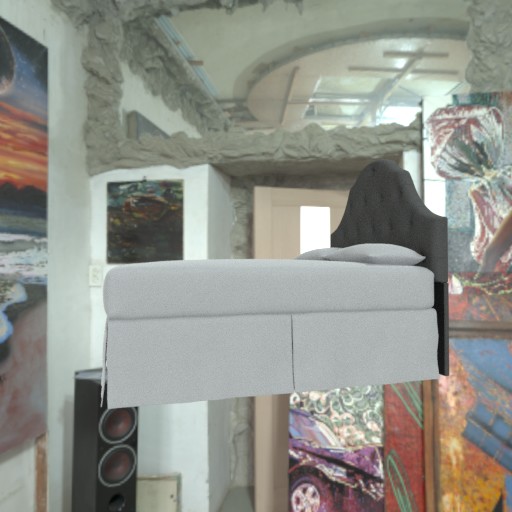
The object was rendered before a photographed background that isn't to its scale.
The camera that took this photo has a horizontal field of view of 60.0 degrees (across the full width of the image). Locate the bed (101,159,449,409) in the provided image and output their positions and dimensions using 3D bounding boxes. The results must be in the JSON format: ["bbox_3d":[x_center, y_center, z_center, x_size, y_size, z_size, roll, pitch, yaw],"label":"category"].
[{"bbox_3d":[0.000,0.000,3.296,2.155,1.575,1.636,0,-1,-17],"label":"bed"}]
